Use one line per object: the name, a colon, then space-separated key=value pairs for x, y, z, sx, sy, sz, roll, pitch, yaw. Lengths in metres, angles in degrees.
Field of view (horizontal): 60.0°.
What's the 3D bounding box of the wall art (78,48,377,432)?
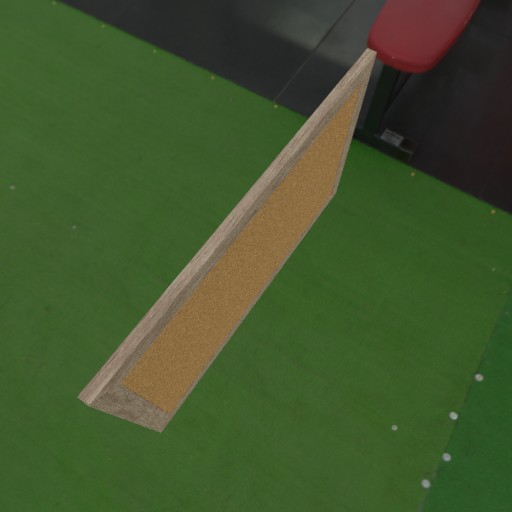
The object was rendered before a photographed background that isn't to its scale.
wall art: x=0.000 y=0.000 z=0.922 sx=0.021 sy=0.480 sz=0.780 roll=32 pitch=69 yaw=14
